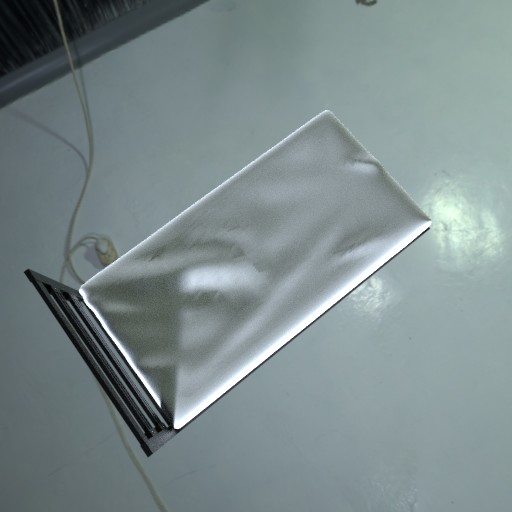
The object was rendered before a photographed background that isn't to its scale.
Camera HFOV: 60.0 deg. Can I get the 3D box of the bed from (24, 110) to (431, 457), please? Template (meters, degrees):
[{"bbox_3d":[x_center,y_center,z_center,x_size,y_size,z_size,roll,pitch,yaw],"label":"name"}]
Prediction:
[{"bbox_3d":[0.000,0.000,2.528,1.930,0.967,0.991,-37,79,-9],"label":"bed"}]
